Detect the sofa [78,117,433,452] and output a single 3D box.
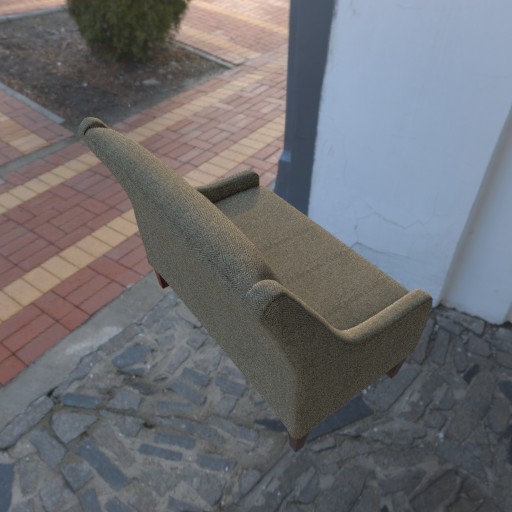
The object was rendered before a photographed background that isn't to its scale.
[{"bbox_3d":[0.000,0.000,1.888,0.870,1.021,1.242,-26,48,-26],"label":"sofa"}]
